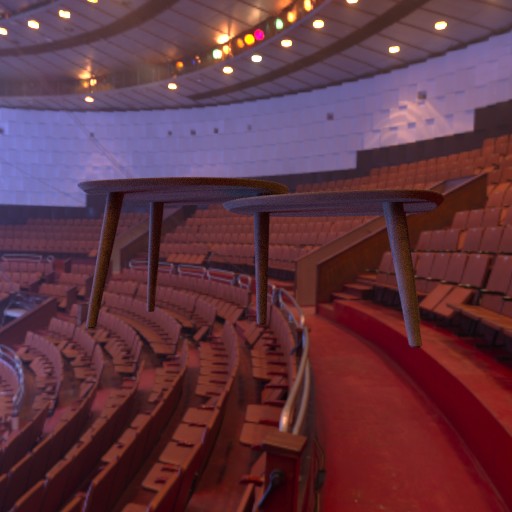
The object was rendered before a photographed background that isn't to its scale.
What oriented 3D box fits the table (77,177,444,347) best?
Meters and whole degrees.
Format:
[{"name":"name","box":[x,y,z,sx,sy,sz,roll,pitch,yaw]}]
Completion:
[{"name":"table","box":[0.000,0.000,1.384,1.084,0.429,0.527,0,0,17]}]
